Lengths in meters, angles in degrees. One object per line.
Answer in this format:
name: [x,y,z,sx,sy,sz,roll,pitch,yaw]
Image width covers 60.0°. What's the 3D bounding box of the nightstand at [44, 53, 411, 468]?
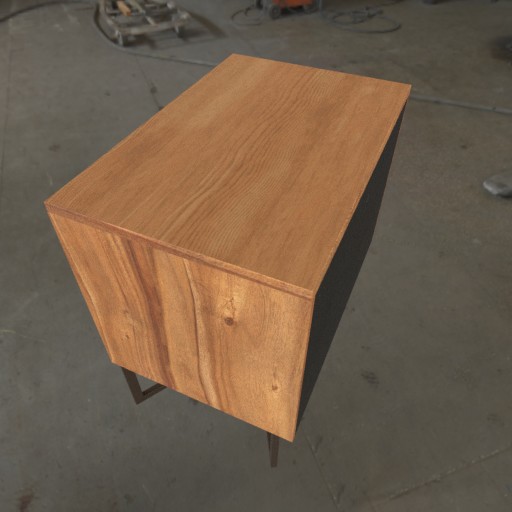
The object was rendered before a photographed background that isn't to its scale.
nightstand: [0.000,0.000,0.995,0.427,0.615,0.613,18,48,17]
